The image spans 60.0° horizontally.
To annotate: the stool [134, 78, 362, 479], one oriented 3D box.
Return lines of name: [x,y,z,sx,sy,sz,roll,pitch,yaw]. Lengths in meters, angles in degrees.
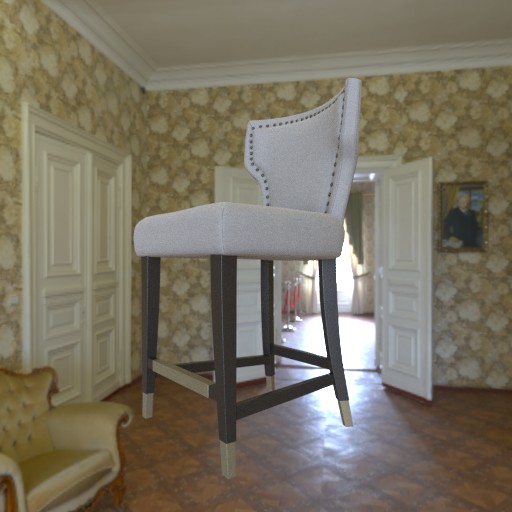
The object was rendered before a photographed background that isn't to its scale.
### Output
stool: [0.000,0.000,1.312,0.563,0.982,0.527,1,-1,-36]
